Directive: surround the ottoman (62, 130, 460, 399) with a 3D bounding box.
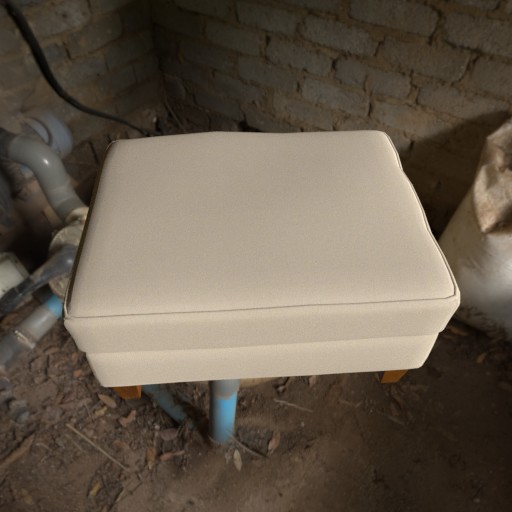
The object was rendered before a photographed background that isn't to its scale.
[{"bbox_3d":[0.000,0.000,1.212,0.818,0.485,0.634,-3,49,-2],"label":"ottoman"}]
